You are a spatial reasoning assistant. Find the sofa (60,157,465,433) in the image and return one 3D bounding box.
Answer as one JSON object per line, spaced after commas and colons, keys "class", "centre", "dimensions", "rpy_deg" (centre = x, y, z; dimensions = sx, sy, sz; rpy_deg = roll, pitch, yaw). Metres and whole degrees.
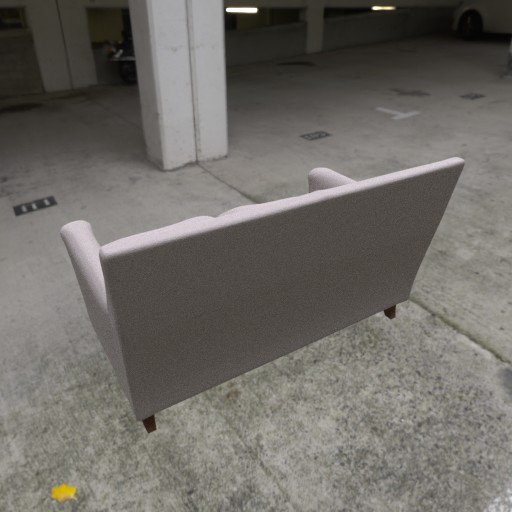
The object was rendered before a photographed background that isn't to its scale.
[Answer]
{"class": "sofa", "centre": [0.000, 0.000, 2.006], "dimensions": [1.482, 0.890, 0.888], "rpy_deg": [-17, 34, -28]}
